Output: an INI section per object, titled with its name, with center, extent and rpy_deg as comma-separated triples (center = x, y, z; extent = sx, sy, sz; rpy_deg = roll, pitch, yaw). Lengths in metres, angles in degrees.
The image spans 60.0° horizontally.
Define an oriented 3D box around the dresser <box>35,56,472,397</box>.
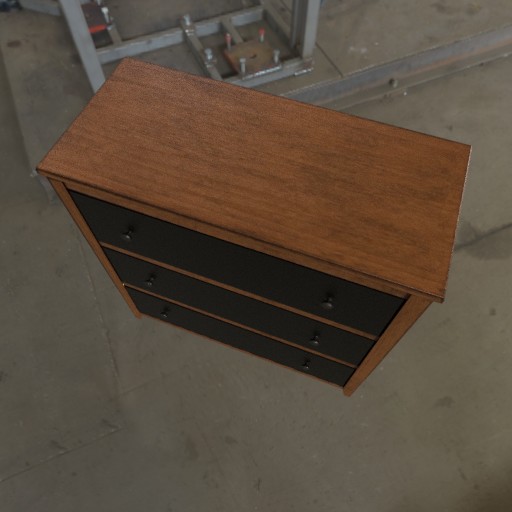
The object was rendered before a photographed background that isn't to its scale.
[dresser]
center = 0.000, 0.000, 1.908
extent = 1.250, 1.224, 0.591
rpy_deg = 18, 62, 10
